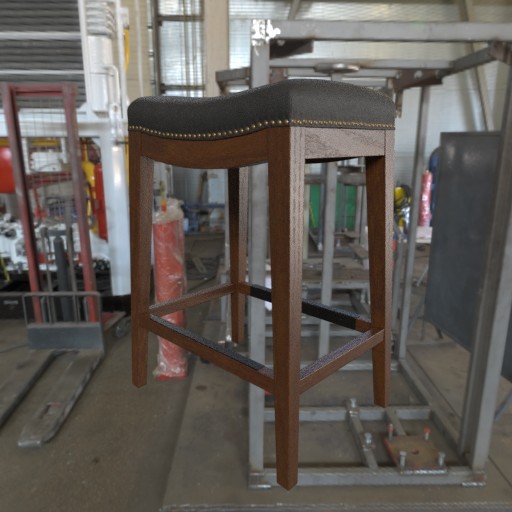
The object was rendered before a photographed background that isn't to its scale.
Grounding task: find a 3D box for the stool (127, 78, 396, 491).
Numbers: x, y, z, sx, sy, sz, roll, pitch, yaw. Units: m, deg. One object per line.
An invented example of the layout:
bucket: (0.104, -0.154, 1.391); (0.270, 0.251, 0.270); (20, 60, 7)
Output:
stool: (0.000, 0.000, 0.947); (0.490, 0.664, 0.353); (13, 20, 42)
